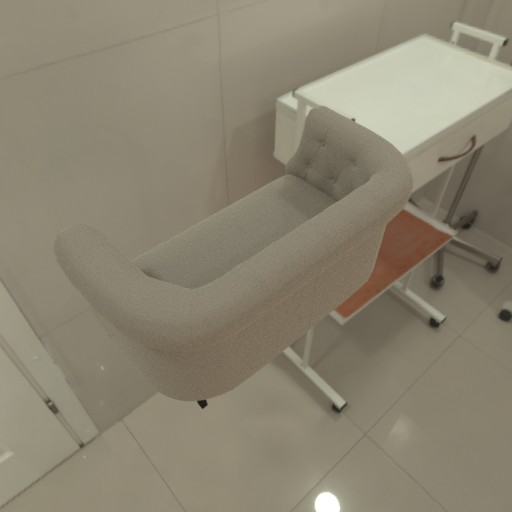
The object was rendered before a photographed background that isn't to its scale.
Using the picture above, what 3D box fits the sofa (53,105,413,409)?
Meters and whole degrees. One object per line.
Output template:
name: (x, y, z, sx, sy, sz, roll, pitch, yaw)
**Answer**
sofa: (0.000, 0.000, 2.116, 1.558, 0.827, 0.835, -33, 55, -27)
